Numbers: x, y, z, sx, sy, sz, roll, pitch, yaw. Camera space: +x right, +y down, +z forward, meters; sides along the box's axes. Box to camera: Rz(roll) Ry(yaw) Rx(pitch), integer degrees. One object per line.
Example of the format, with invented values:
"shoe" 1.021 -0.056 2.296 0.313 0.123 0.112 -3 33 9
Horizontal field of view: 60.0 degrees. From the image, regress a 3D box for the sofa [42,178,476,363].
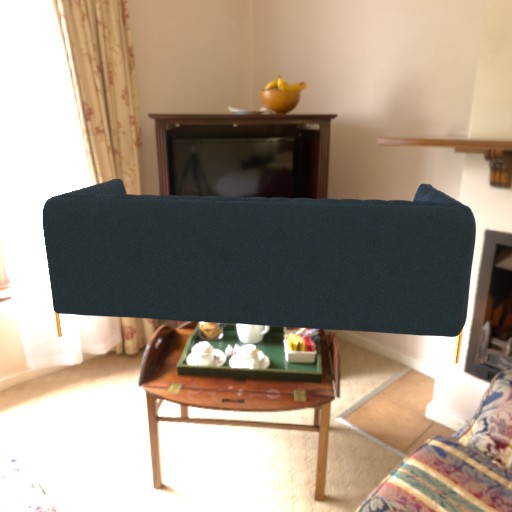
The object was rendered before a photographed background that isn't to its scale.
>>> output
"sofa" 0.000 0.000 2.562 2.136 0.793 0.896 2 17 7
